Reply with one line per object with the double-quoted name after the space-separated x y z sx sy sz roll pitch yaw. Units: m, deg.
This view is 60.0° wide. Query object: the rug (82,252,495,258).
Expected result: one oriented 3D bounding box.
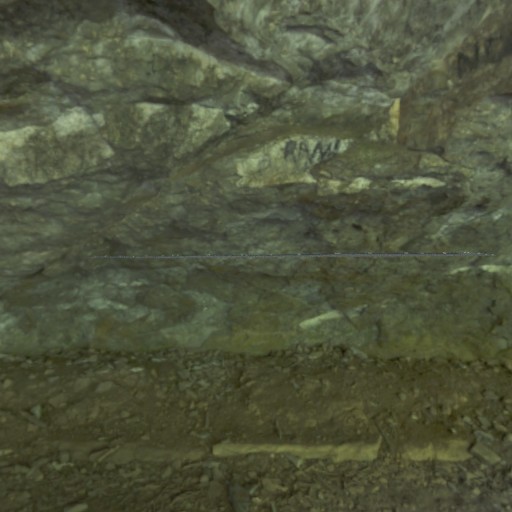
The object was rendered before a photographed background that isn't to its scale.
0.000 0.000 2.673 2.476 0.010 0.807 0 -1 37 "rug"
